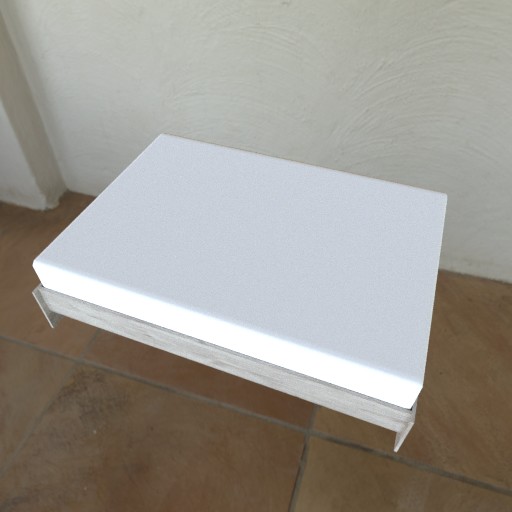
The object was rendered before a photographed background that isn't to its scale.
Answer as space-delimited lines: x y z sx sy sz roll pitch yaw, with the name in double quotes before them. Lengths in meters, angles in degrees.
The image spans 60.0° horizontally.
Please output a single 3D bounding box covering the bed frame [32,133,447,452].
"bed frame" 0.000 0.000 2.583 1.945 0.497 1.445 15 48 14
